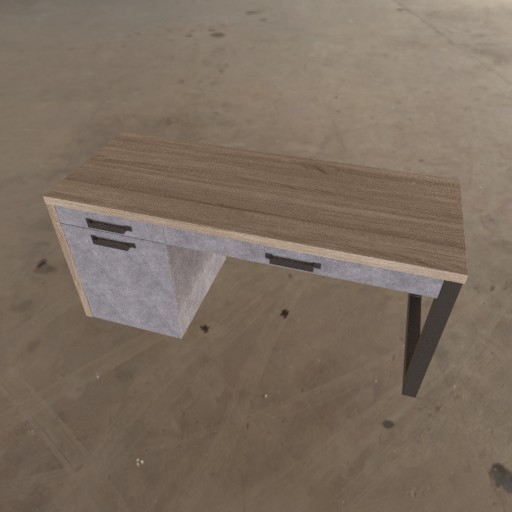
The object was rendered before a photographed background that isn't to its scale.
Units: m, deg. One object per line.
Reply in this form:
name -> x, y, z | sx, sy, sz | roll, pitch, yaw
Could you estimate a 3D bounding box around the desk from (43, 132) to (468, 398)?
desk -> 0.000, 0.000, 2.170 | 1.700, 0.760, 0.690 | 11, 41, 13
